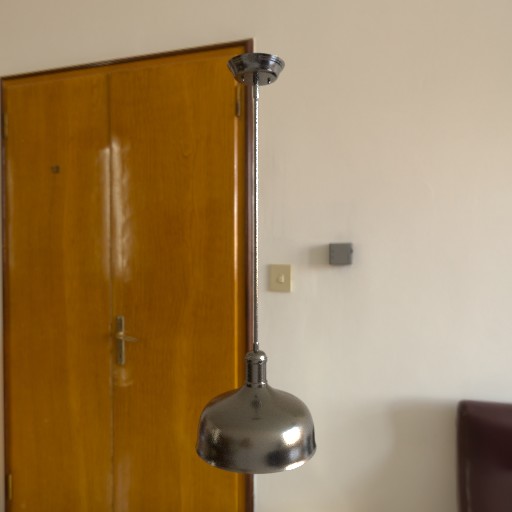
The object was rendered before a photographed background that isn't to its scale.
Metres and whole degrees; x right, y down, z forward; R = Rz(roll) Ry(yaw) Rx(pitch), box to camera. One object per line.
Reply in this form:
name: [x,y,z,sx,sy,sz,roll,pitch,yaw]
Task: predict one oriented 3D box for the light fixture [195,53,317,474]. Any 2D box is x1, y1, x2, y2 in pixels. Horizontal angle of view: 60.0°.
light fixture: [0.000,0.000,1.096,0.299,0.935,0.299,0,1,-18]
